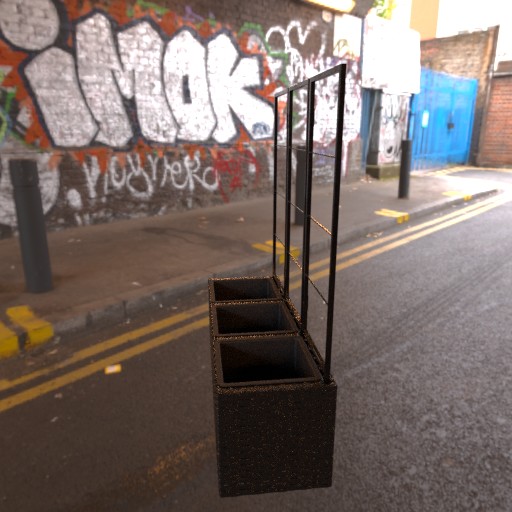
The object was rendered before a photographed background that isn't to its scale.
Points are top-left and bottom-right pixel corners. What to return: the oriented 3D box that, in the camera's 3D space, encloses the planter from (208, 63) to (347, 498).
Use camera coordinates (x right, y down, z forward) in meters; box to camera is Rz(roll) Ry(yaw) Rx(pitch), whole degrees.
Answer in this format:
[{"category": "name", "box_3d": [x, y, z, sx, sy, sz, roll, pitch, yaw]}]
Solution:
[{"category": "planter", "box_3d": [0.000, 0.000, 1.150, 0.244, 0.841, 0.698, -2, 16, -7]}]
